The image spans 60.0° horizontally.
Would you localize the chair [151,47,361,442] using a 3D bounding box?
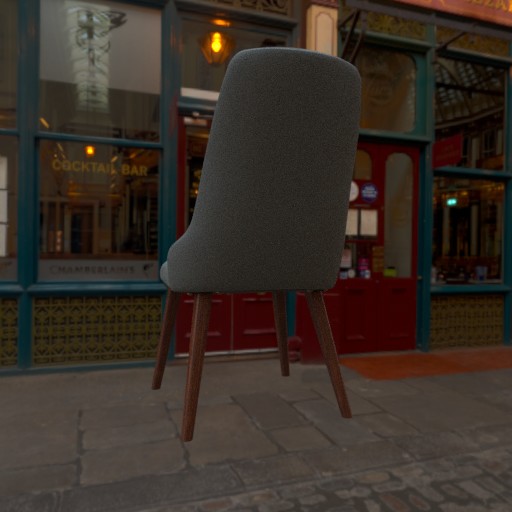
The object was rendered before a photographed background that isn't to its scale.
[{"bbox_3d":[0.000,0.000,1.311,0.535,0.918,0.707,0,0,-19],"label":"chair"}]
